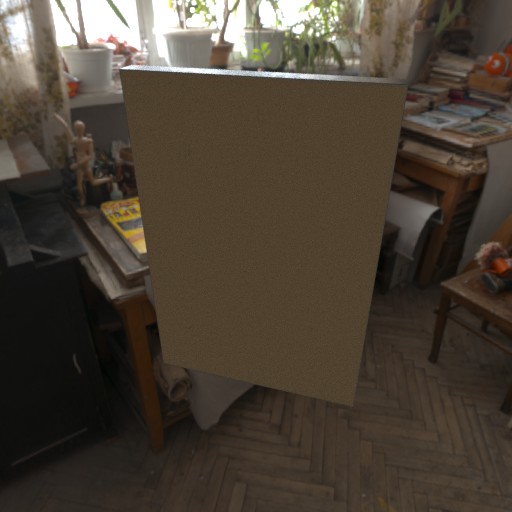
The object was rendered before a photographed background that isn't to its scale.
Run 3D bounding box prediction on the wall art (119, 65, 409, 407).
[{"bbox_3d":[0.000,0.000,0.593,0.313,0.457,0.031,9,33,14],"label":"wall art"}]
